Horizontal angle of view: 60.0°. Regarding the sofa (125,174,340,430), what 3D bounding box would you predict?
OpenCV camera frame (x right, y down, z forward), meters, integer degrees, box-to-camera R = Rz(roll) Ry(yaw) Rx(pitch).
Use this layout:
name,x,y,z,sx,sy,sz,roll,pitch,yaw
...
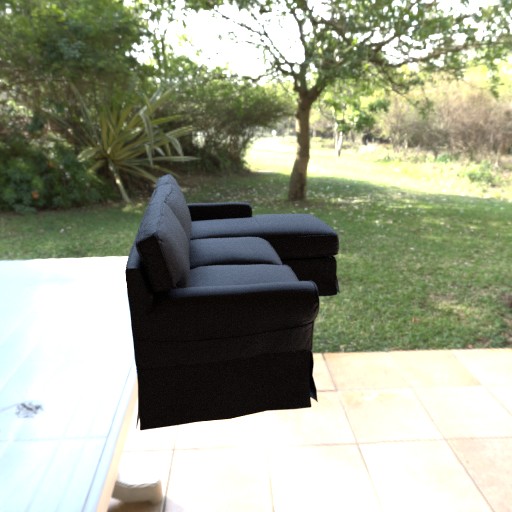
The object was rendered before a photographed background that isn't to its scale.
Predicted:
name,x,y,z,sx,sy,sz,roll,pitch,yaw
sofa,0.000,0.000,3.366,1.637,1.039,2.518,-3,17,-9
